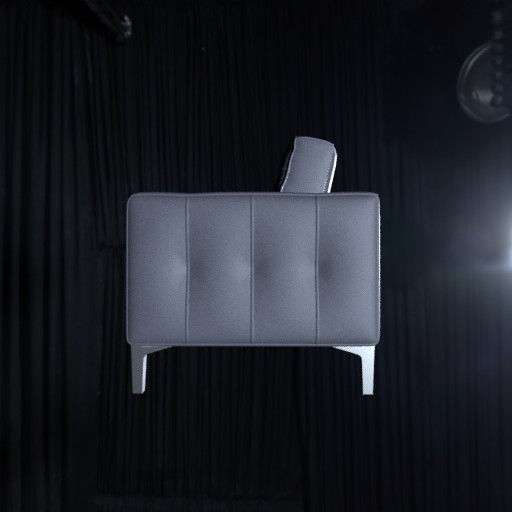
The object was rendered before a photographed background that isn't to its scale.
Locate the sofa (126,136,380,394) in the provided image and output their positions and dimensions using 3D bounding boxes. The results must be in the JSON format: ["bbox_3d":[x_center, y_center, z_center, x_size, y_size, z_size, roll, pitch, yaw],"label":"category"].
[{"bbox_3d":[0.000,0.000,2.247,0.833,0.893,1.726,0,0,1],"label":"sofa"}]
